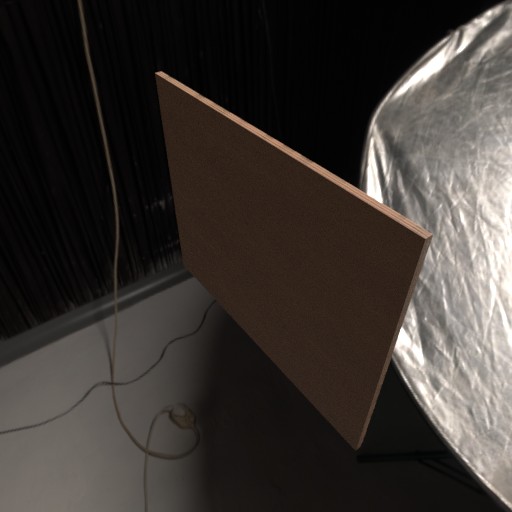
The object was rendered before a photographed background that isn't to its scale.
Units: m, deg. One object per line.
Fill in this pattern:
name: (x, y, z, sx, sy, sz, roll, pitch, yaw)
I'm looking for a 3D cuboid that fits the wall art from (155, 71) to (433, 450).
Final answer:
wall art: (0.000, 0.000, 0.677, 0.012, 0.408, 0.508, -27, 48, -27)
